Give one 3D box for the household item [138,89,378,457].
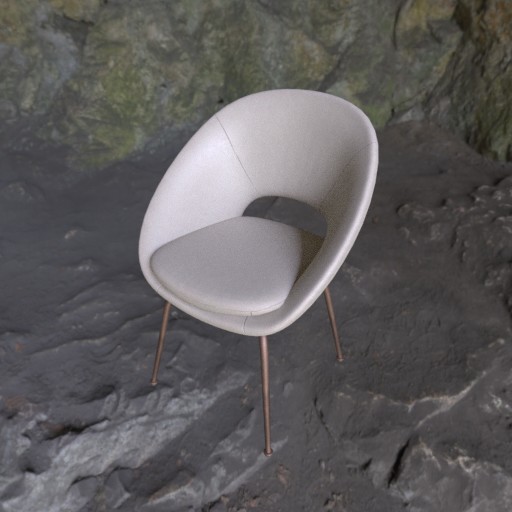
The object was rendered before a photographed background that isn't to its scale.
[{"bbox_3d":[0.000,0.000,1.306,0.623,0.852,0.573,20,36,30],"label":"household item"}]
